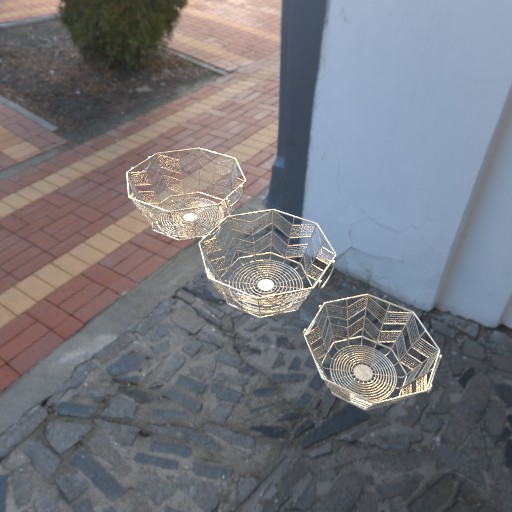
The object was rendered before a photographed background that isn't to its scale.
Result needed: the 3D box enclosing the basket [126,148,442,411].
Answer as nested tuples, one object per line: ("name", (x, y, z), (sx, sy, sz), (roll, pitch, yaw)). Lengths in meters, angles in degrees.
("basket", (0.000, 0.000, 1.367), (0.432, 0.178, 1.246), (-27, 47, -27))
